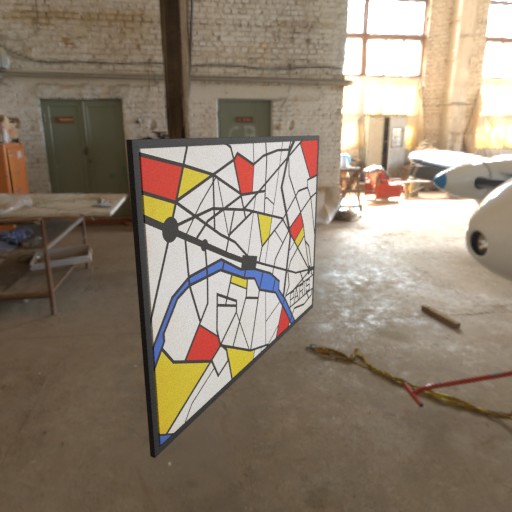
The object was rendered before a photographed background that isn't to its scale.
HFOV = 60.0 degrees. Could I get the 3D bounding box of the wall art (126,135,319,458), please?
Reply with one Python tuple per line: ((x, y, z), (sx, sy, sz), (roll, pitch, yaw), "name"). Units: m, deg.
((0.000, 0.000, 1.280), (0.013, 0.665, 0.963), (8, 18, 27), "wall art")
